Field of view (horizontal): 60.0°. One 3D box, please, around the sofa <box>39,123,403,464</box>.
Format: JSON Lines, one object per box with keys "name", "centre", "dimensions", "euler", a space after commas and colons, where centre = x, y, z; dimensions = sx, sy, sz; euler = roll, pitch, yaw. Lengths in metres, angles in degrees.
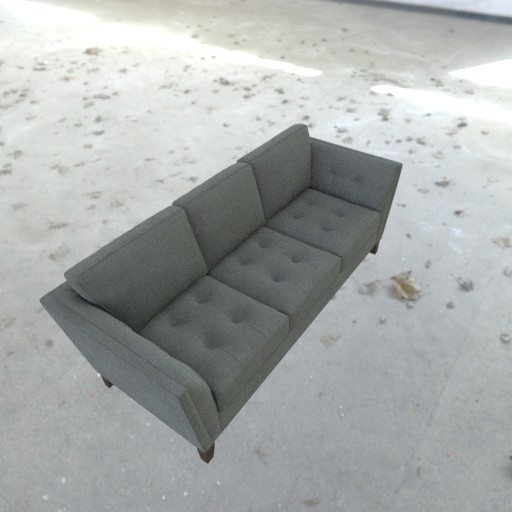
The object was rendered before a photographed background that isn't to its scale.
{"name": "sofa", "centre": [0.000, 0.000, 2.925], "dimensions": [0.965, 0.940, 2.387], "euler": [25, 46, 26]}
